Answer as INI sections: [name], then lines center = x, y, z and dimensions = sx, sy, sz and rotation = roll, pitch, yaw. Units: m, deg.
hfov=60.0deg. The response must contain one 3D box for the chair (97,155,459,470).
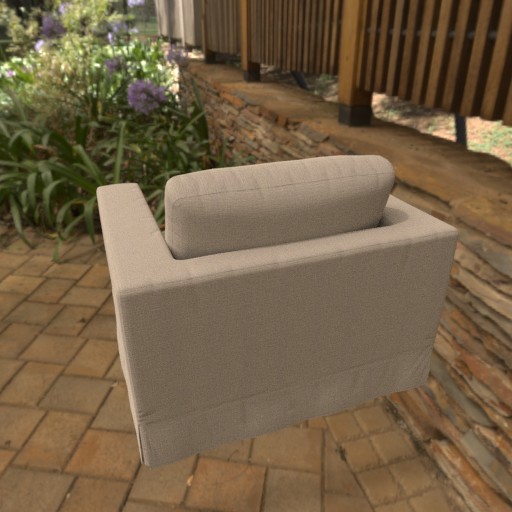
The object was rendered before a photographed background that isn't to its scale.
[chair]
center = 0.000, 0.000, 1.778
dimensions = 1.150, 0.878, 0.957
rotation = -10, 28, -19
